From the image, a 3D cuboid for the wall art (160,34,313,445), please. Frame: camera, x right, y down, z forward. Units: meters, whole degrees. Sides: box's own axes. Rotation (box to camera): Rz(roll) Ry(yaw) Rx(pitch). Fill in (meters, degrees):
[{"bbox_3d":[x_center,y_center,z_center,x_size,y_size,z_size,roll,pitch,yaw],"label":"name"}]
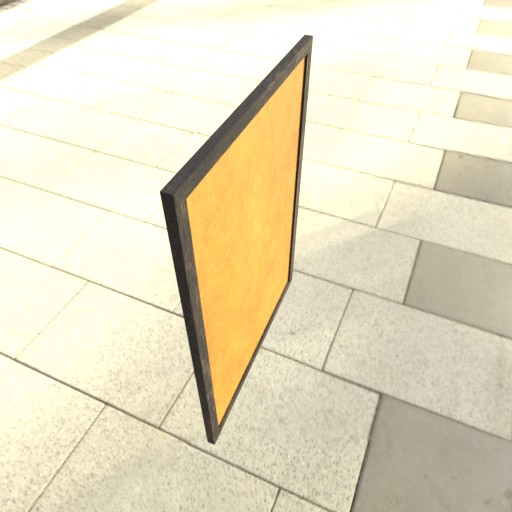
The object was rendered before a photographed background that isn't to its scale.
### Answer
[{"bbox_3d":[0.000,0.000,1.403,0.029,1.066,0.812,16,48,15],"label":"wall art"}]
